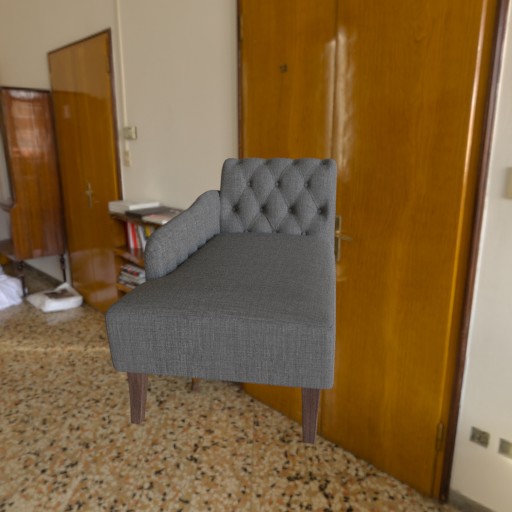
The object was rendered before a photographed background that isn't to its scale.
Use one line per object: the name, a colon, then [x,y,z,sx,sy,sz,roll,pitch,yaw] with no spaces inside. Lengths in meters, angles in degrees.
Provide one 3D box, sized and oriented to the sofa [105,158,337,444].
sofa: [0.000,0.000,1.882,0.675,0.787,1.379,2,14,10]
